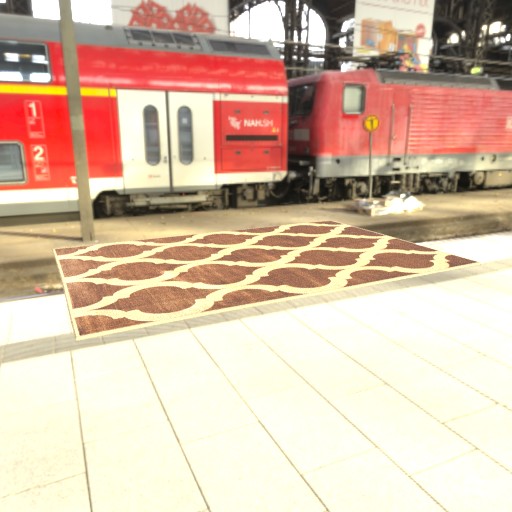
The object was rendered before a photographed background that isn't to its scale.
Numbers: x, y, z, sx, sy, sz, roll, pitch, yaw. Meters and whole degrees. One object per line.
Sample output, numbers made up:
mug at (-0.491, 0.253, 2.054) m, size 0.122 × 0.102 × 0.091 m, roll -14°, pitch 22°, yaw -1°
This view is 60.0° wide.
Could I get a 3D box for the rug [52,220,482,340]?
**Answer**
rug at (0.000, 0.000, 2.815) m, size 2.290 × 0.014 × 1.526 m, roll -8°, pitch 17°, yaw -26°
